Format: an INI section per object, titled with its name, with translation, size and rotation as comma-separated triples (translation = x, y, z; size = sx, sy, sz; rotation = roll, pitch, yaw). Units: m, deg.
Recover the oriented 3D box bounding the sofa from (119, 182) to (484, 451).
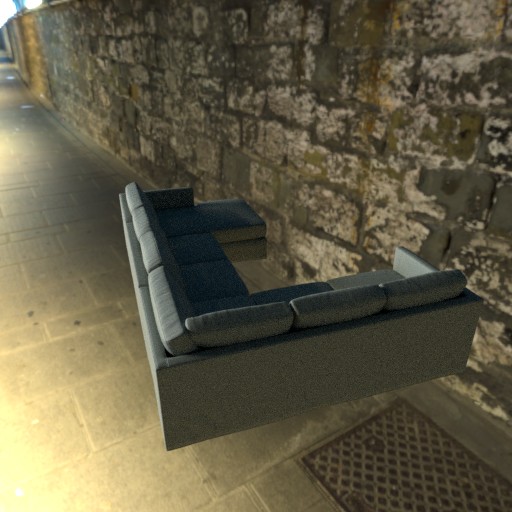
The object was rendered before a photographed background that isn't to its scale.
[sofa]
translation = 0.000, 0.000, 4.506
size = 2.427, 0.882, 3.460
rotation = -9, 28, -17
